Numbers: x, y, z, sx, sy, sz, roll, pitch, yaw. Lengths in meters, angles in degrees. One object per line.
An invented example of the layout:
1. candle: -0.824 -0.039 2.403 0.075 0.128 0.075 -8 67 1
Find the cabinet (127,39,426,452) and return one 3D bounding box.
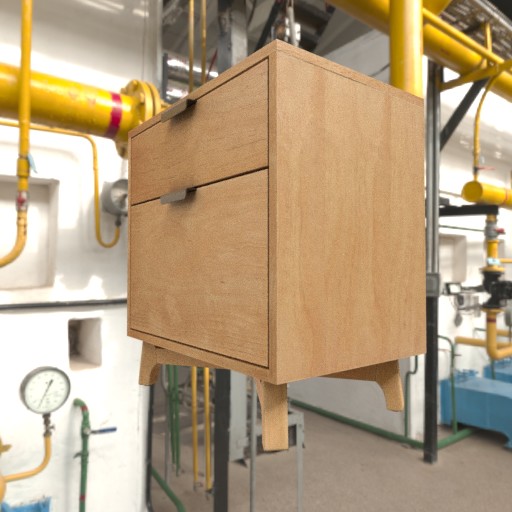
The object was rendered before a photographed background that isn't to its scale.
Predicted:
1. cabinet: 0.000 0.000 0.945 0.394 0.599 0.551 1 -2 -38
